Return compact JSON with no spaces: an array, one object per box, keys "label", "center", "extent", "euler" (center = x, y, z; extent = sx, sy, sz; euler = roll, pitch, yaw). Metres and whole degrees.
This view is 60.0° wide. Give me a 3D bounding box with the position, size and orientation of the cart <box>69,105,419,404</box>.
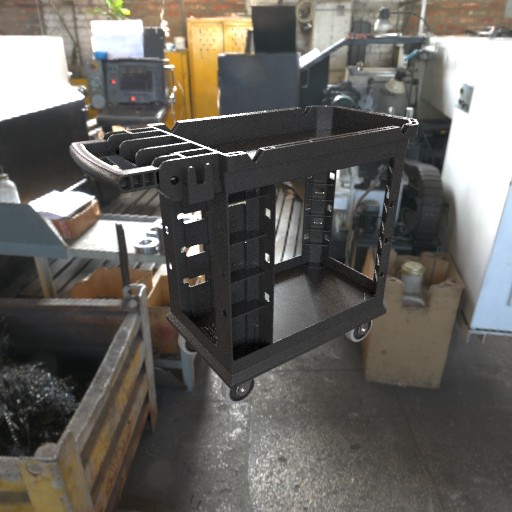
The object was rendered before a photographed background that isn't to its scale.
[{"label":"cart","center":[0.000,0.000,1.566],"extent":[1.061,0.884,0.497],"euler":[-18,32,-31]}]
